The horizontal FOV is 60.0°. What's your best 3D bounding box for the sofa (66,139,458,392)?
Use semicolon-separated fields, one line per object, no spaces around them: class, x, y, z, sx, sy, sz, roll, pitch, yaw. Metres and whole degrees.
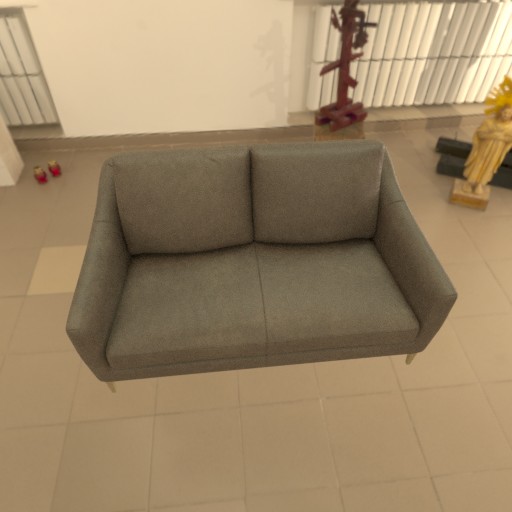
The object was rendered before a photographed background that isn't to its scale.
sofa;0.000;0.000;2.213;1.619;0.902;0.960;-4;46;-4
